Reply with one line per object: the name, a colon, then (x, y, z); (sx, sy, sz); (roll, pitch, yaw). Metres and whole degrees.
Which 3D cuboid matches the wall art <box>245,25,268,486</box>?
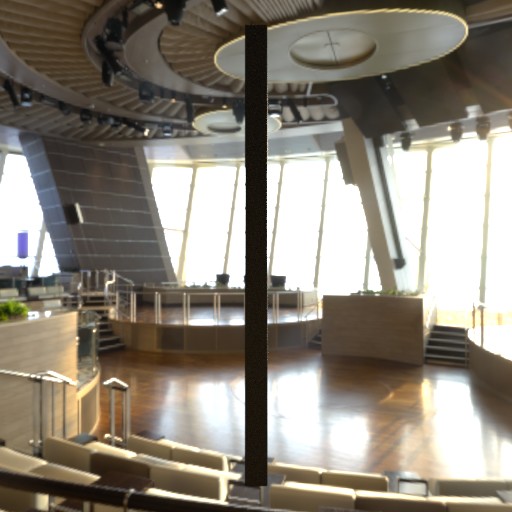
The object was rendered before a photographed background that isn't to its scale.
wall art: (0.000, 0.000, 0.704); (0.025, 0.508, 0.432); (0, 0, 0)
